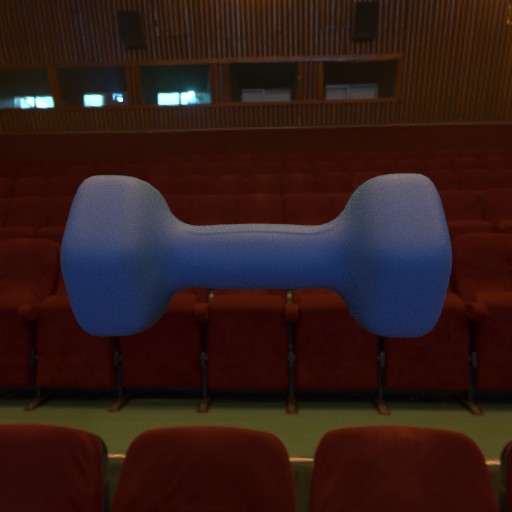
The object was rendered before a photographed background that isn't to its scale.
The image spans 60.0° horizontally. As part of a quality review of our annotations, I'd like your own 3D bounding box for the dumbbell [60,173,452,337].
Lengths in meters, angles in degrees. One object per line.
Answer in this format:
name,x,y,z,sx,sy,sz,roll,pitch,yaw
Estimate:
dumbbell,0.000,0.000,0.268,0.212,0.093,0.103,0,-1,2
